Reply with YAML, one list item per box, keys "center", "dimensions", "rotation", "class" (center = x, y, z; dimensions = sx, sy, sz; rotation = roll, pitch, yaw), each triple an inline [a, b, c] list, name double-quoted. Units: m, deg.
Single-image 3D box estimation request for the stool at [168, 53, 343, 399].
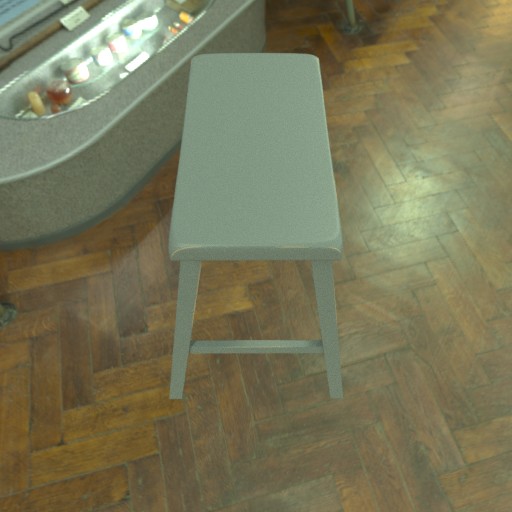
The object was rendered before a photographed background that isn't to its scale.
- center: [0.000, 0.000, 1.030]
  dimensions: [0.476, 0.737, 0.457]
  rotation: [0, 57, 0]
  class: "stool"
